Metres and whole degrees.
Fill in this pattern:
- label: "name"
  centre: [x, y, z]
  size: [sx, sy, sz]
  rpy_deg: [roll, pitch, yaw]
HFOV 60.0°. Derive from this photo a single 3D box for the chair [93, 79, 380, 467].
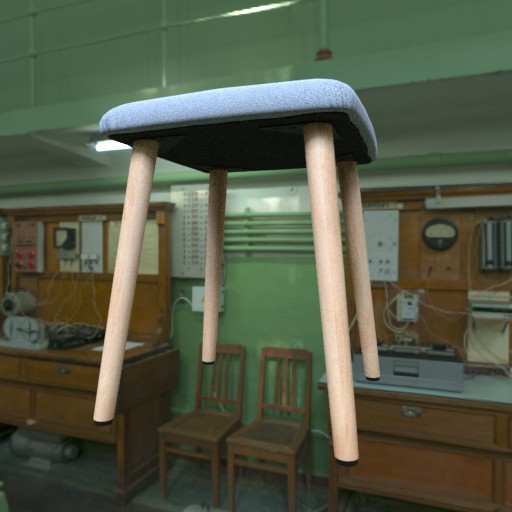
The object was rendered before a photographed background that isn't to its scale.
- label: "chair"
  centre: [0.000, 0.000, 0.680]
  size: [0.350, 0.440, 0.350]
  rpy_deg: [0, 1, 20]
